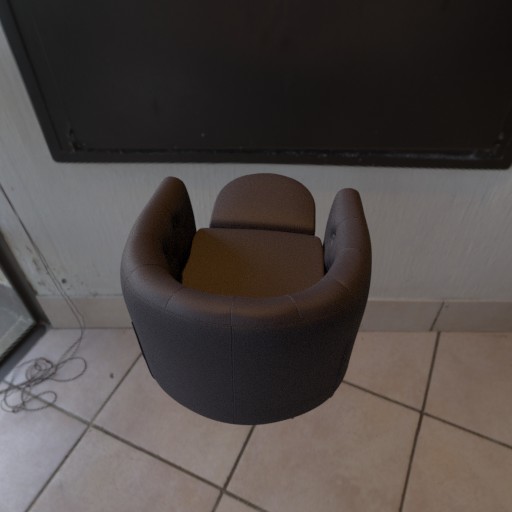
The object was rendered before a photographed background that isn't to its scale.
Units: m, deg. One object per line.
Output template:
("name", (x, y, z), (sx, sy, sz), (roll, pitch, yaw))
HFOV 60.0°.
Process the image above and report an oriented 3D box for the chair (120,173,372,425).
("chair", (0.000, 0.000, 1.718), (0.763, 0.760, 1.191), (5, 46, 4))
